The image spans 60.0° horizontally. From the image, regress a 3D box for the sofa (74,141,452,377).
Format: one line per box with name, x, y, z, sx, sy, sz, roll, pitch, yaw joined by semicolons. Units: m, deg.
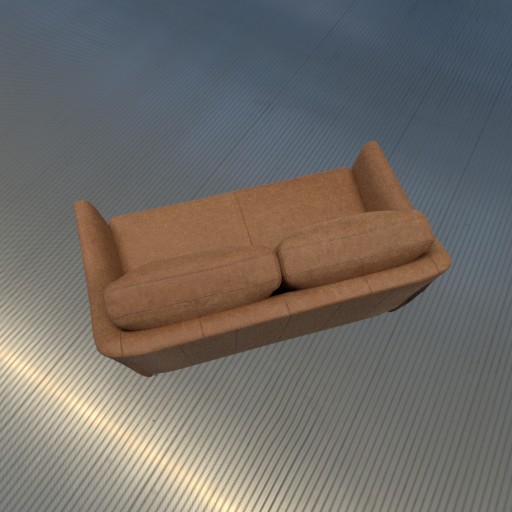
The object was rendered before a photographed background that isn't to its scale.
sofa;0.000;0.000;2.197;1.619;0.902;0.960;-13;60;-8
